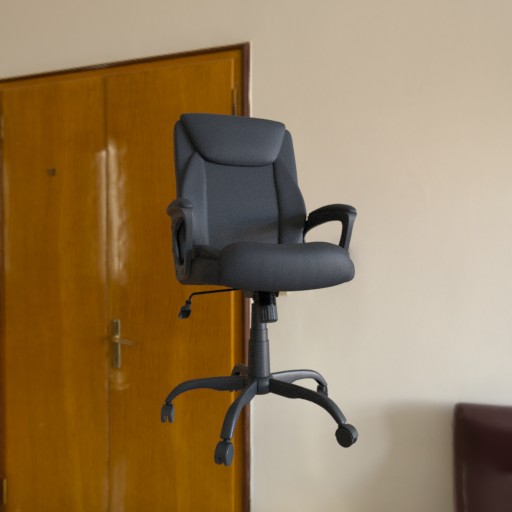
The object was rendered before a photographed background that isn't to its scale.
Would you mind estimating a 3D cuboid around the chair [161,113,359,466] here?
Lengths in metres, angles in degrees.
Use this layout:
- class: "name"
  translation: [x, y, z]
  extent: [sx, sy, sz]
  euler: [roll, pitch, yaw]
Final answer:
- class: "chair"
  translation: [0.000, 0.000, 1.466]
  extent: [0.615, 1.072, 0.655]
  euler: [0, 1, -18]
